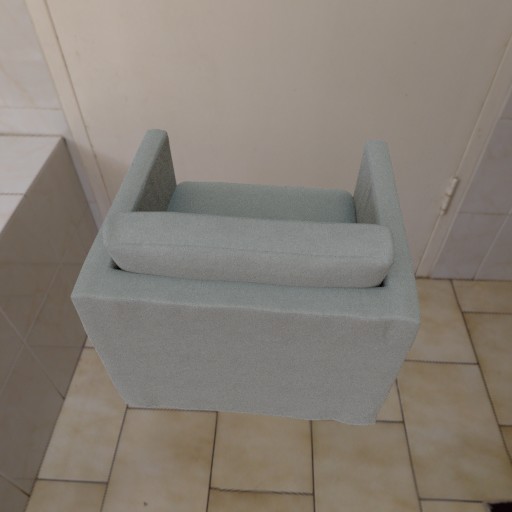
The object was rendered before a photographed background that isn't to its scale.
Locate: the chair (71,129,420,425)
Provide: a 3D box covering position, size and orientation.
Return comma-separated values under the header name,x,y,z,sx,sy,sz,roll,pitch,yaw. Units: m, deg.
name,x,y,z,sx,sy,sz,roll,pitch,yaw
chair,0.000,0.000,1.769,1.057,0.863,0.949,4,47,3
